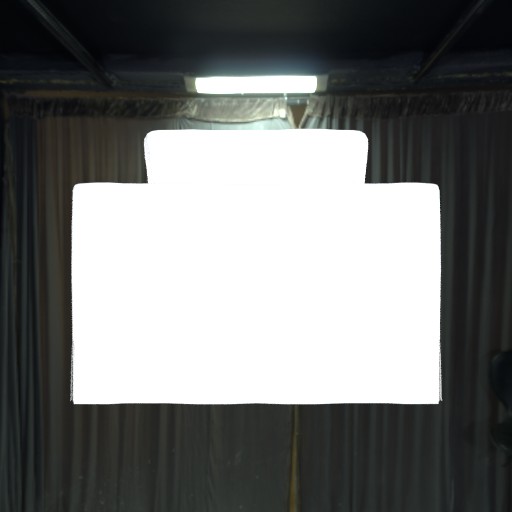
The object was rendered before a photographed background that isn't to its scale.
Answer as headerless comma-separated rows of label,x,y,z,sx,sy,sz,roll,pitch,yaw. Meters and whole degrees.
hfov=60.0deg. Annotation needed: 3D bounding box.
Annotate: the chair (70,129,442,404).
chair,0.000,0.000,1.790,1.150,0.878,0.957,0,0,0
